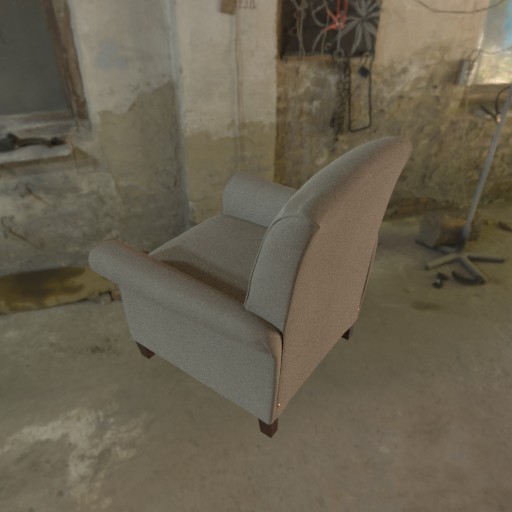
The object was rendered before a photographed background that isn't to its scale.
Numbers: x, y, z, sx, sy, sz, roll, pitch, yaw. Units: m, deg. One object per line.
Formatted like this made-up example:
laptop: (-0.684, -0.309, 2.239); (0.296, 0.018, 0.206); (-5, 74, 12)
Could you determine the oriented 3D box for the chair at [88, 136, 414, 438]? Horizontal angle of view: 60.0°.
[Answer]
chair: (0.000, 0.000, 1.832); (0.905, 1.061, 0.978); (22, 39, 30)
